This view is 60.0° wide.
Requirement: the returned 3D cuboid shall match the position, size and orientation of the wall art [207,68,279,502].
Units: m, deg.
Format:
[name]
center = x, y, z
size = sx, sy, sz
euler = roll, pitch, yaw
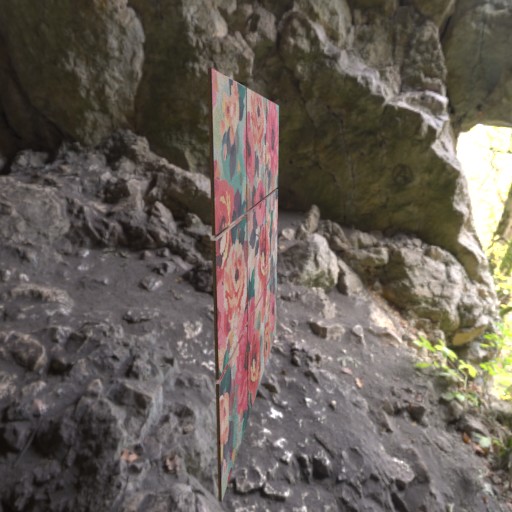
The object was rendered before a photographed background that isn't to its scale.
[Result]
[wall art]
center = 0.000, 0.000, 2.199
size = 0.013, 1.519, 1.521
euler = 3, 15, 10
